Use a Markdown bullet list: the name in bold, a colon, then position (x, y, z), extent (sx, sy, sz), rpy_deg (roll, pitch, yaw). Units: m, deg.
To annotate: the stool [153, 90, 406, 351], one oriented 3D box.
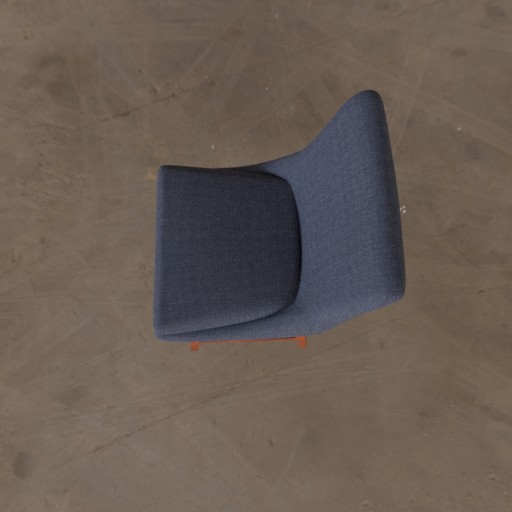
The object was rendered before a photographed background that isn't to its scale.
- **stool**: position (0.000, 0.000, 1.227), extent (0.524, 0.895, 0.467), rpy_deg (-2, 74, 0)
